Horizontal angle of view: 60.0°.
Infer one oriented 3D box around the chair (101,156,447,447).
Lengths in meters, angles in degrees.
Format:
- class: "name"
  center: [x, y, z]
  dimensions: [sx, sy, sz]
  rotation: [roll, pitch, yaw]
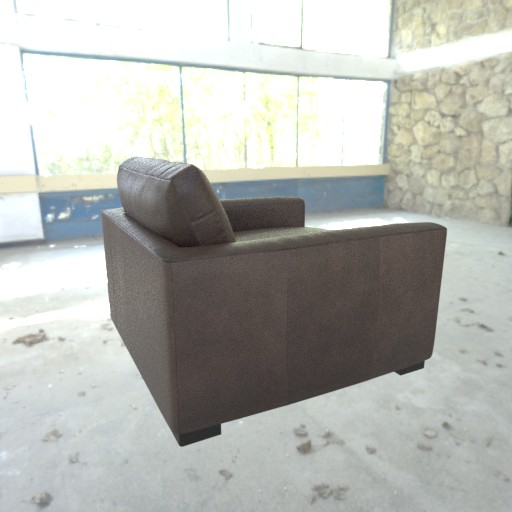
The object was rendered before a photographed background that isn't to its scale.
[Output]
- class: "chair"
  center: [0.000, 0.000, 1.856]
  dimensions: [1.069, 0.812, 1.100]
  rotation: [-7, 16, -27]
